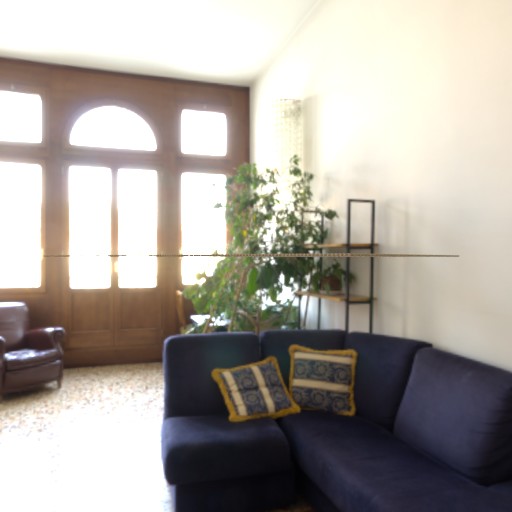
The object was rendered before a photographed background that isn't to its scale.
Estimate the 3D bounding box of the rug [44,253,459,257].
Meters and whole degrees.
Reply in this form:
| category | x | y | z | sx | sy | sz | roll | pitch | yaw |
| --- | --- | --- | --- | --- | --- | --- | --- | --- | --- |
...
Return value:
| category | x | y | z | sx | sy | sz | roll | pitch | yaw |
| --- | --- | --- | --- | --- | --- | --- | --- | --- | --- |
| rug | 0.000 | 0.000 | 4.132 | 3.048 | 0.013 | 2.438 | 0 | 0 | 36 |
